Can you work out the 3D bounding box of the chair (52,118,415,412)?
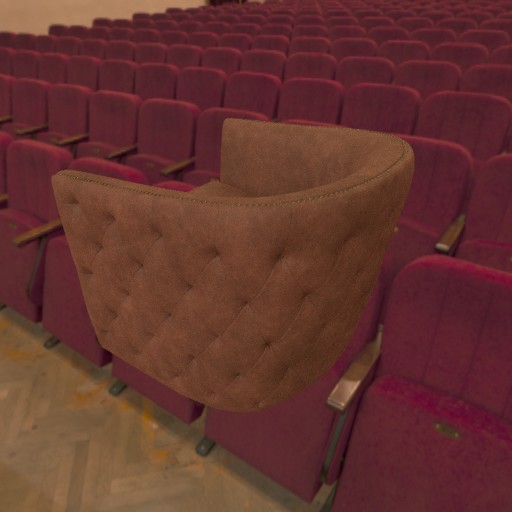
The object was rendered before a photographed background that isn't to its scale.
[{"bbox_3d":[0.000,0.000,1.484,0.870,0.790,0.850,20,36,30],"label":"chair"}]
